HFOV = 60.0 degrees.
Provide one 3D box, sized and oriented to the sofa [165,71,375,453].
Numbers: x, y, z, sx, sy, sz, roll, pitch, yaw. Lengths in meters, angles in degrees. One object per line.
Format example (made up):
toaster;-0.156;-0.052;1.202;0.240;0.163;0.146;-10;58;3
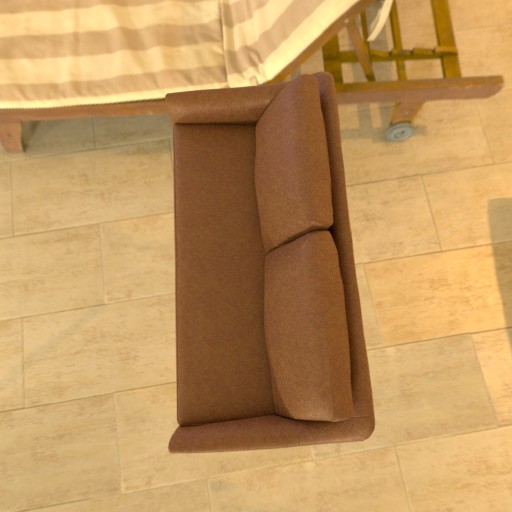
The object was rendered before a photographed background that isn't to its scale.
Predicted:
sofa;0.000;0.000;2.544;0.981;0.945;2.036;-3;75;-1
